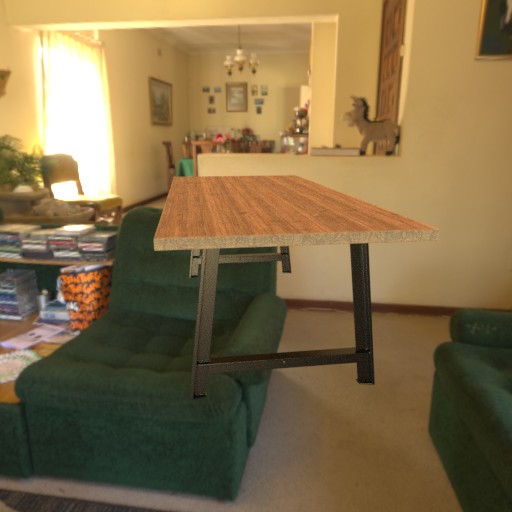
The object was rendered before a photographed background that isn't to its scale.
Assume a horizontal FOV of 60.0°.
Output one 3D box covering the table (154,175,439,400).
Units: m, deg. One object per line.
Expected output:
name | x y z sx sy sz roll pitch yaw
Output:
table | 0.000 0.000 2.662 1.000 0.757 2.200 -2 15 -8
